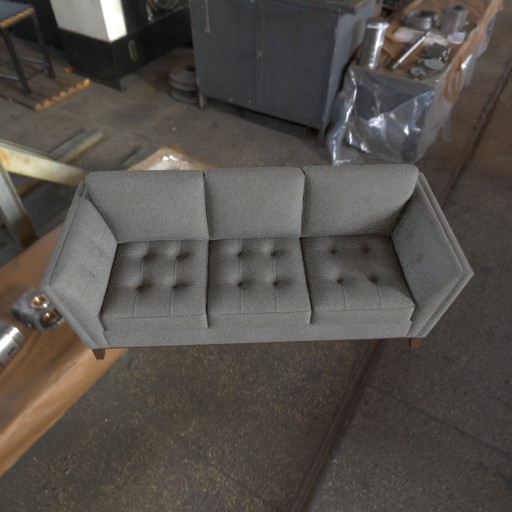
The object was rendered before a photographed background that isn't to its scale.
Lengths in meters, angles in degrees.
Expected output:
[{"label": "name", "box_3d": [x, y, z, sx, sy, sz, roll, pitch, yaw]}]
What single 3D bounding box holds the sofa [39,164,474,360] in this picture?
[{"label": "sofa", "box_3d": [0.000, 0.000, 2.968, 2.387, 0.940, 0.965, -2, 47, -2]}]
